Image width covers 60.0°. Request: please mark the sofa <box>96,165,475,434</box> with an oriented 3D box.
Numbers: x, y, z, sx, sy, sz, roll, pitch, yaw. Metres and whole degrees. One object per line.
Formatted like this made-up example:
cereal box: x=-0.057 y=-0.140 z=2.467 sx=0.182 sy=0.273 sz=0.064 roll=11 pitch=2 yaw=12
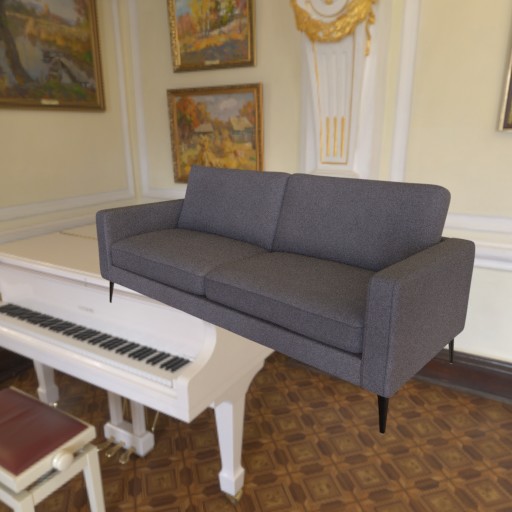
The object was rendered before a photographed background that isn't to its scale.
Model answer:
sofa: x=0.000 y=0.000 z=2.330 sx=1.925 sy=0.828 sz=0.774 roll=14 pitch=21 yaw=41
